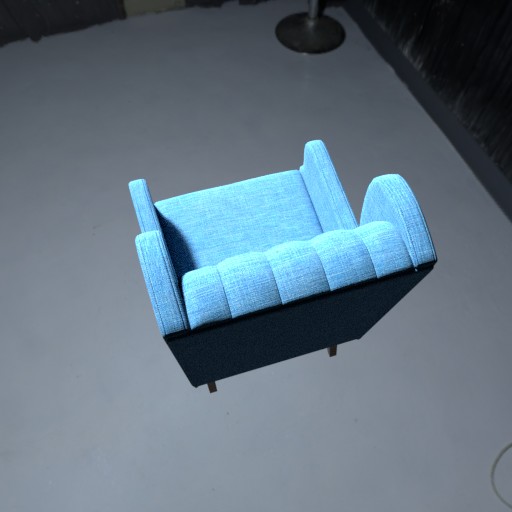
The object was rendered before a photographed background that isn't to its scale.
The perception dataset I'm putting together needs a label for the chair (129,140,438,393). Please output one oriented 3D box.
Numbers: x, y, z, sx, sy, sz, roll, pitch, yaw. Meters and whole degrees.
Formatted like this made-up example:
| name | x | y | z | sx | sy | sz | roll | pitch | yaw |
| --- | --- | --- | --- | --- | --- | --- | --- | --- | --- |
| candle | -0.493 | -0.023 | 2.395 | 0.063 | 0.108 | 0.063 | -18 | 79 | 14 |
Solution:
| name | x | y | z | sx | sy | sz | roll | pitch | yaw |
| --- | --- | --- | --- | --- | --- | --- | --- | --- | --- |
| chair | 0.000 | 0.000 | 1.494 | 0.711 | 0.952 | 0.775 | -14 | 60 | -9 |
